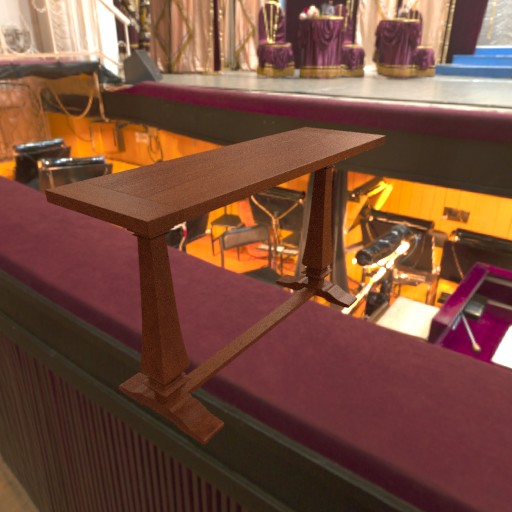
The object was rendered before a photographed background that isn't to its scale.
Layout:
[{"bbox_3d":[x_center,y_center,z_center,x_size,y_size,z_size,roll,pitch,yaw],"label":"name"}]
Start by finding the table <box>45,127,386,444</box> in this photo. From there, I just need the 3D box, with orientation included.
[{"bbox_3d":[0.000,0.000,1.893,0.461,0.852,1.478,17,30,33],"label":"table"}]
